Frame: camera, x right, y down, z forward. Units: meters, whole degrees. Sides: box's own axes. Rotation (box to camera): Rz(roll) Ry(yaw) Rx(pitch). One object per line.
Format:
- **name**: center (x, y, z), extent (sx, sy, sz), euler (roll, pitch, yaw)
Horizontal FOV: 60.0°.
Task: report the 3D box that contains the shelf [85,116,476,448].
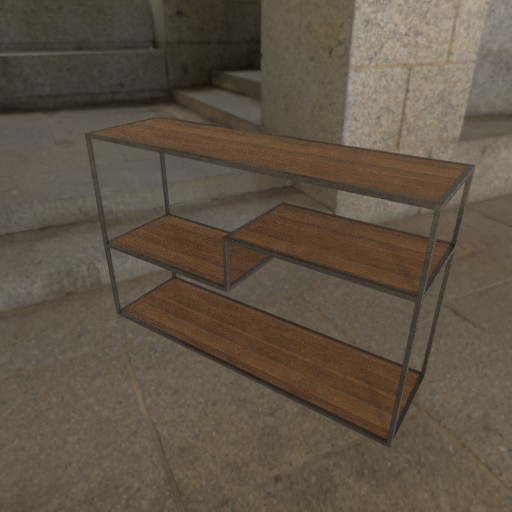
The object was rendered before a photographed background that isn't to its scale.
- **shelf**: center (0.000, 0.000, 1.552), extent (1.201, 0.765, 0.361), euler (18, 33, 30)
